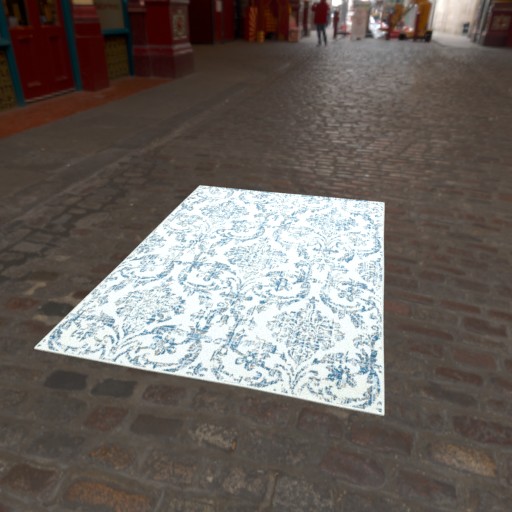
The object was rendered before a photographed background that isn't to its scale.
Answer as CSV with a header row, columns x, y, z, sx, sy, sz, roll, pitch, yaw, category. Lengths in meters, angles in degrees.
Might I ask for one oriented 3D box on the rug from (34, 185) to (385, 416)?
x,y,z,sx,sy,sz,roll,pitch,yaw,category
0.000,0.000,2.821,1.586,0.014,2.197,7,30,12,rug
